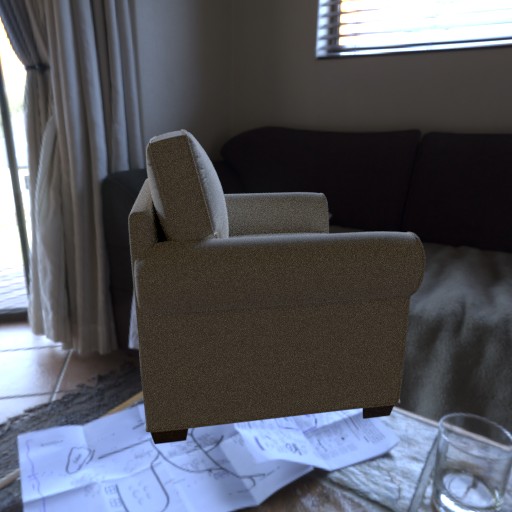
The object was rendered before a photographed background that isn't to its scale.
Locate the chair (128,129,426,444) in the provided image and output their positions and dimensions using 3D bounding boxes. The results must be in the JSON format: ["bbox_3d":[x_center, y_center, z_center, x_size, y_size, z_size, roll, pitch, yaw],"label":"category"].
[{"bbox_3d":[0.000,0.000,1.740,0.863,0.955,1.040,-3,16,-10],"label":"chair"}]
